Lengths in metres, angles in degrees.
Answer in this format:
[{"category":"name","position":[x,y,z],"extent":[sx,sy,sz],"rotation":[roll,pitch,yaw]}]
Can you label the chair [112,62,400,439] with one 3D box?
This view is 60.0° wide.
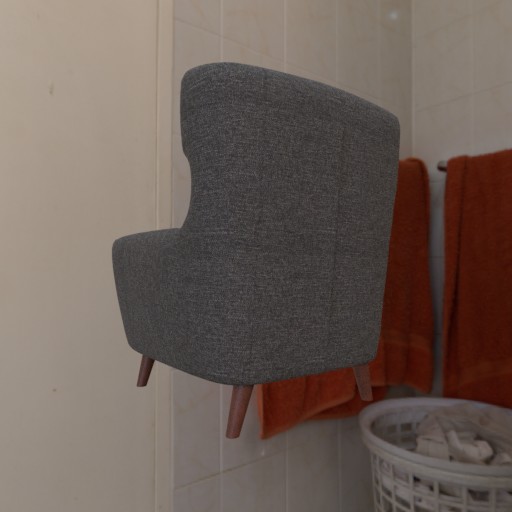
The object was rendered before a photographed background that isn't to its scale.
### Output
[{"category":"chair","position":[0.000,0.000,1.705],"extent":[0.878,1.063,0.904],"rotation":[1,-2,-37]}]
